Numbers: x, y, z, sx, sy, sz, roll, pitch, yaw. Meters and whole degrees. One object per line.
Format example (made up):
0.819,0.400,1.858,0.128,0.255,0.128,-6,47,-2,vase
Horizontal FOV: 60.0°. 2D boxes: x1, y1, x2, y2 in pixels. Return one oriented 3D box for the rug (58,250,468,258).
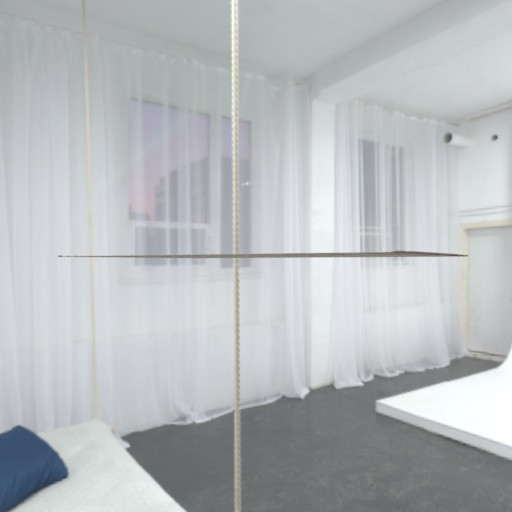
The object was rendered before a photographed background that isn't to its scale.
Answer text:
0.000,0.000,2.577,2.096,0.011,1.229,-1,-1,35,rug
